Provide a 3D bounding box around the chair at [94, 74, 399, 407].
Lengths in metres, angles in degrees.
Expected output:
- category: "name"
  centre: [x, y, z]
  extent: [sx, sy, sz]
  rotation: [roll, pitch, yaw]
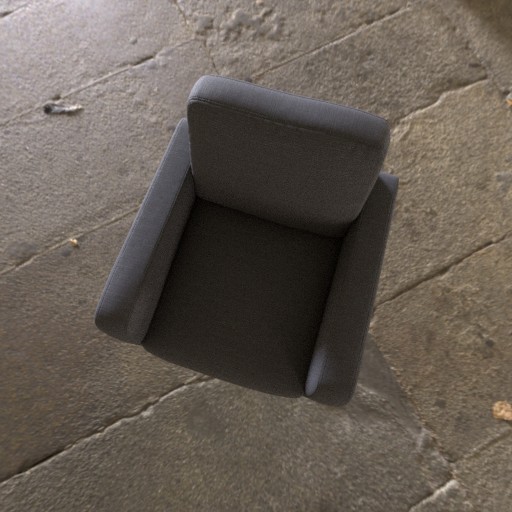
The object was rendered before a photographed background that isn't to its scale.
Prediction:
- category: "chair"
  centre: [0.000, 0.000, 1.501]
  extent: [0.798, 0.855, 0.863]
  rotation: [16, 76, 4]
